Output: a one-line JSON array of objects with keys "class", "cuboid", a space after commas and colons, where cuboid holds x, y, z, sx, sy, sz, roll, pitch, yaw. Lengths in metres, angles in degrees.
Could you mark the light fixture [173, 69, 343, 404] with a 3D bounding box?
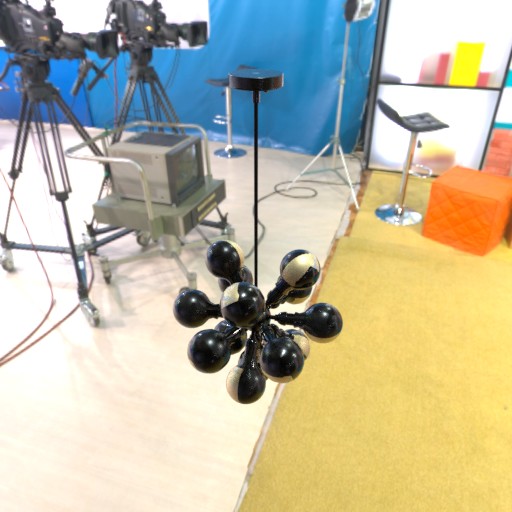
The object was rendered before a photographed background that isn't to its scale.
[{"class": "light fixture", "cuboid": [0.000, 0.000, 1.113, 0.420, 0.859, 0.468, -11, 33, -17]}]
